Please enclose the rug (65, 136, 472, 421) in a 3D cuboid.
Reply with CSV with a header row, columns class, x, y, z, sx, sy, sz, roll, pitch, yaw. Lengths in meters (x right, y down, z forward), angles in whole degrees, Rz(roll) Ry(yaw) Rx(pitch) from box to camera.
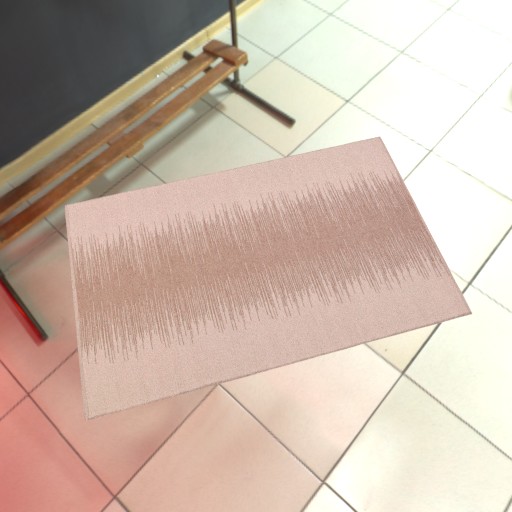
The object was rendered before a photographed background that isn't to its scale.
class,x,y,z,sx,sy,sz,roll,pitch,yaw
rug,0.000,0.000,3.000,2.440,0.012,1.522,-14,64,-7
